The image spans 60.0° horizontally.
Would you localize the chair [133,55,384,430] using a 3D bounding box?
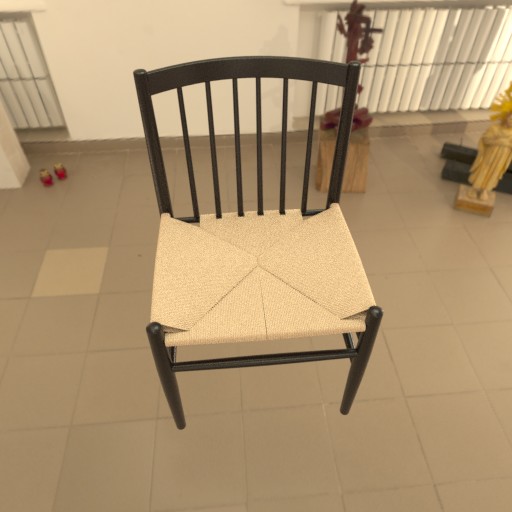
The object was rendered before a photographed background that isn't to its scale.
[{"bbox_3d":[0.000,0.000,1.117,0.495,0.818,0.516,-4,46,-4],"label":"chair"}]
